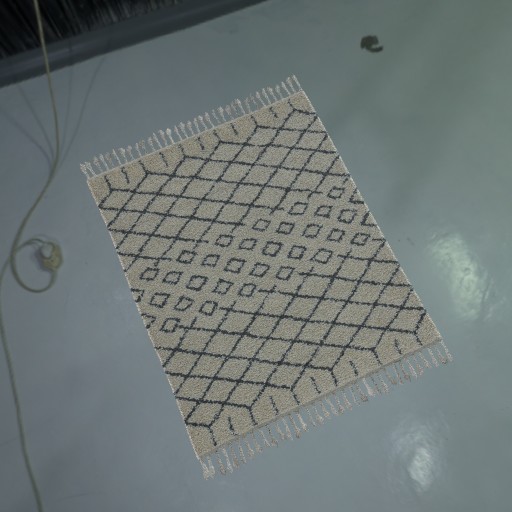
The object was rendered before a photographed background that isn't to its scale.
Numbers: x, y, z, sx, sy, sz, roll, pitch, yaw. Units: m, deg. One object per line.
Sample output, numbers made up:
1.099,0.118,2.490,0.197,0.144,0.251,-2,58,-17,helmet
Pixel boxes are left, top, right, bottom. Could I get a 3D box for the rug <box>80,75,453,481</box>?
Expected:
0.000,0.000,4.159,2.388,0.030,3.213,-24,77,-6,rug
